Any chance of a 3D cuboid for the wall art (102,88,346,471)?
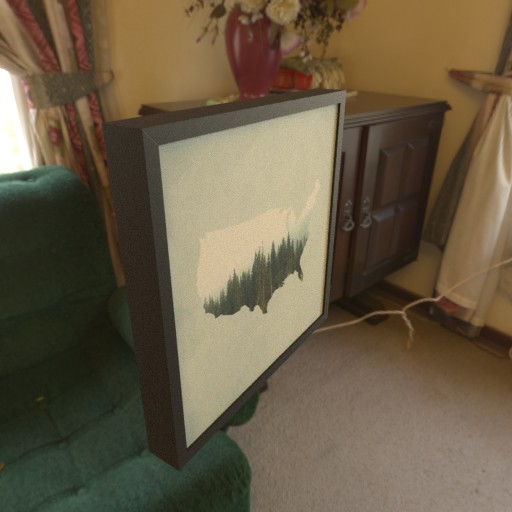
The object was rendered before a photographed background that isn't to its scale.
[{"bbox_3d":[0.000,0.000,0.460,0.038,0.304,0.304,16,30,31],"label":"wall art"}]
